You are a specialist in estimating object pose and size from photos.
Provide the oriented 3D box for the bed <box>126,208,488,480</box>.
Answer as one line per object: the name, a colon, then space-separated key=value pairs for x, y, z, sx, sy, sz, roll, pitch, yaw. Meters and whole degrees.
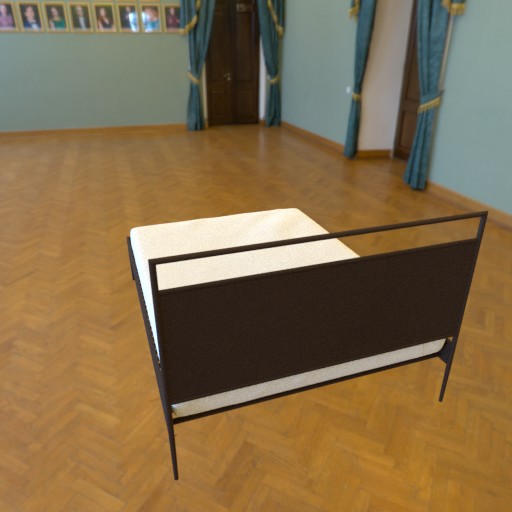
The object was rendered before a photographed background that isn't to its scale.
bed: x=0.000 y=0.000 z=2.994 sx=1.572 sy=1.173 sz=2.122 roll=-9 pitch=27 yaw=-17
